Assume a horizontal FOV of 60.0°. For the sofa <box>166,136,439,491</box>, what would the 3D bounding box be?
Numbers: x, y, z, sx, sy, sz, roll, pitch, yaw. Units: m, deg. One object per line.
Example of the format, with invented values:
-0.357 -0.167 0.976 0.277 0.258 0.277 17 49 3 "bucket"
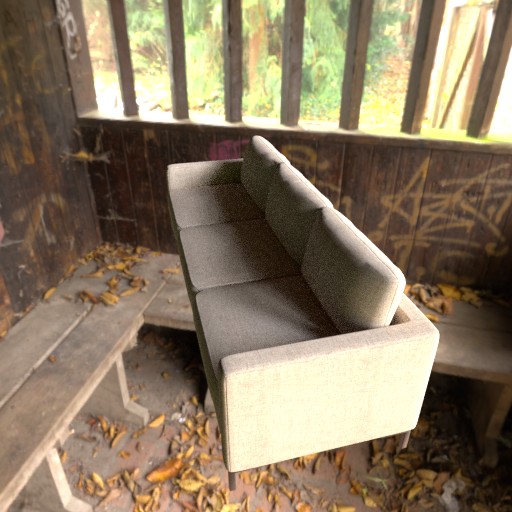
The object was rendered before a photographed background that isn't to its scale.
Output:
0.000 0.000 2.584 0.859 0.874 2.218 -8 31 -13 "sofa"
